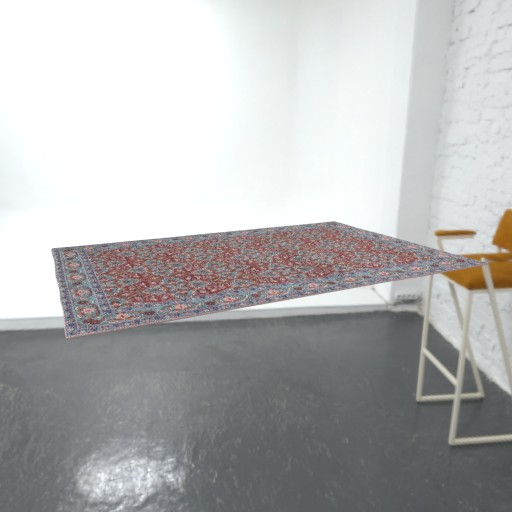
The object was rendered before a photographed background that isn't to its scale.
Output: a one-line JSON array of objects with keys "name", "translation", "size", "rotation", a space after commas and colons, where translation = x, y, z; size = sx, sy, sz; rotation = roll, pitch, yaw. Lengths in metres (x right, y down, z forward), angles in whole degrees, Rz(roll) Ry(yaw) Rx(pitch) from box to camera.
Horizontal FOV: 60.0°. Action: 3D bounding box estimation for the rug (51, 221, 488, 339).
[{"name": "rug", "translation": [0.000, 0.000, 2.209], "size": [1.829, 0.009, 1.219], "rotation": [-7, 16, -25]}]
